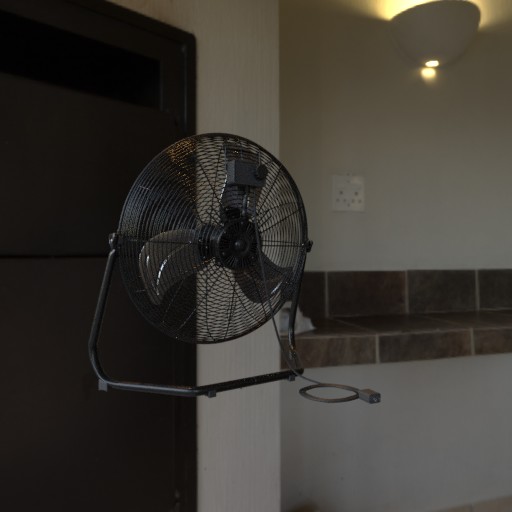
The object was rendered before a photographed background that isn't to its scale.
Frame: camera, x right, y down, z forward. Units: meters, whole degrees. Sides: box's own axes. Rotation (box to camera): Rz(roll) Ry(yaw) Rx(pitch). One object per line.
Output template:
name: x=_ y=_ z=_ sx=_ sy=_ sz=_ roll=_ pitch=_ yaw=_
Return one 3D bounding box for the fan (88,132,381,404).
fan: x=0.000 y=0.000 z=0.910 sx=0.555 sy=0.546 sz=0.424 roll=1 pitch=-1 yaw=-36
